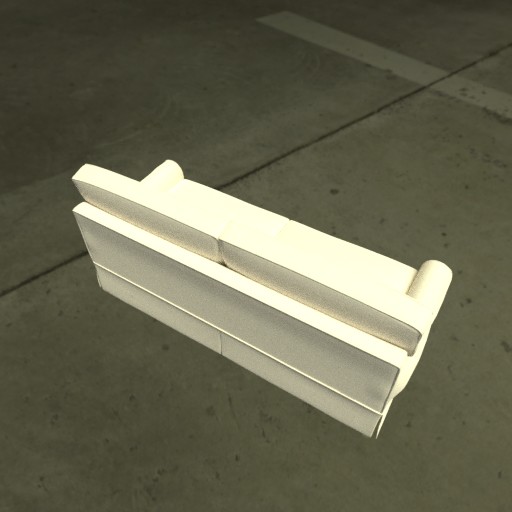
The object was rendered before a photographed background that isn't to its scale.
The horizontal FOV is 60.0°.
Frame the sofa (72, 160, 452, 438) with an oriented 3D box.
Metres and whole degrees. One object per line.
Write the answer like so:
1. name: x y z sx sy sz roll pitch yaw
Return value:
1. sofa: 0.000 0.000 2.559 2.021 0.937 0.862 24 50 22
